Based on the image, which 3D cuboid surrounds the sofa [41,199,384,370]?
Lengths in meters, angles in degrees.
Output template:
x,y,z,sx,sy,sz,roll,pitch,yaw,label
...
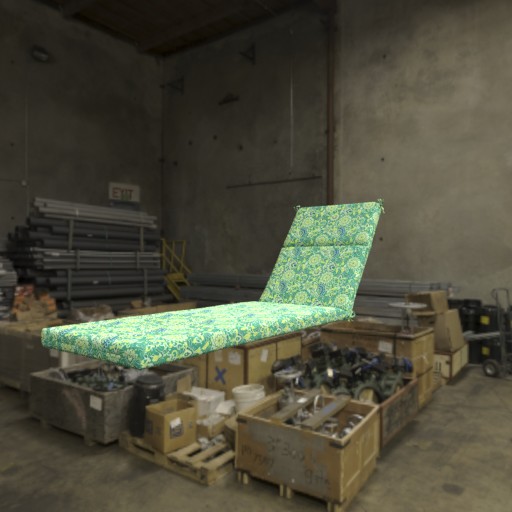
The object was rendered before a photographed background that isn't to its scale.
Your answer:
x,y,z,sx,sy,sz,roll,pitch,yaw,label
0.000,0.000,1.950,0.582,0.622,1.663,0,0,37,sofa
